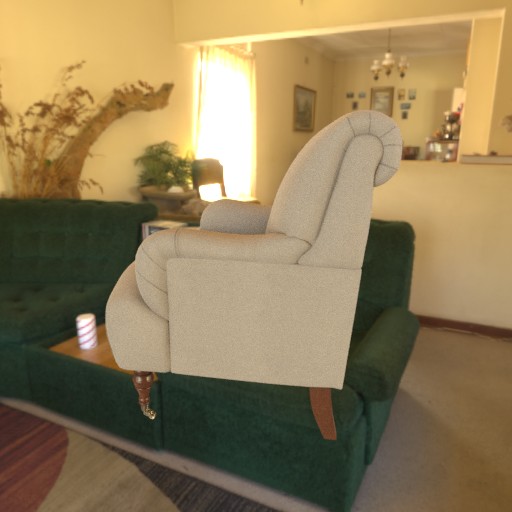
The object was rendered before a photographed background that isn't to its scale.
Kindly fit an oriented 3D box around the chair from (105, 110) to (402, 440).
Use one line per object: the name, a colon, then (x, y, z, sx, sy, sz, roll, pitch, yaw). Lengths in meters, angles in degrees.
chair: (0.000, 0.000, 1.554, 0.842, 0.942, 0.766, 2, 15, 9)
